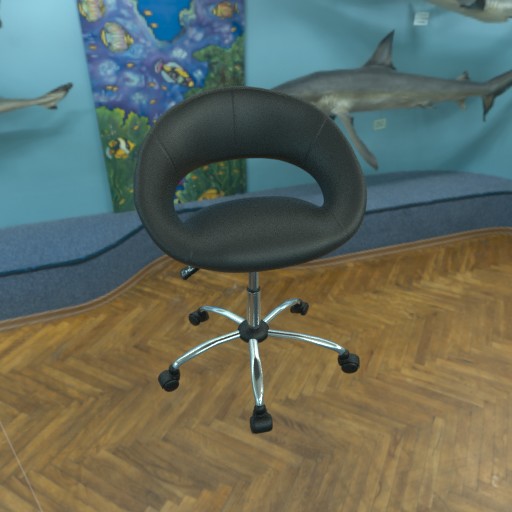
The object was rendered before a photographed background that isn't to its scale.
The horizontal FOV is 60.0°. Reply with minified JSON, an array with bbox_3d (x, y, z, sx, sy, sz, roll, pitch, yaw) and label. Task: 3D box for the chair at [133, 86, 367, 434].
[{"bbox_3d":[0.000,0.000,1.199,0.612,0.791,0.538,-9,33,-14],"label":"chair"}]
